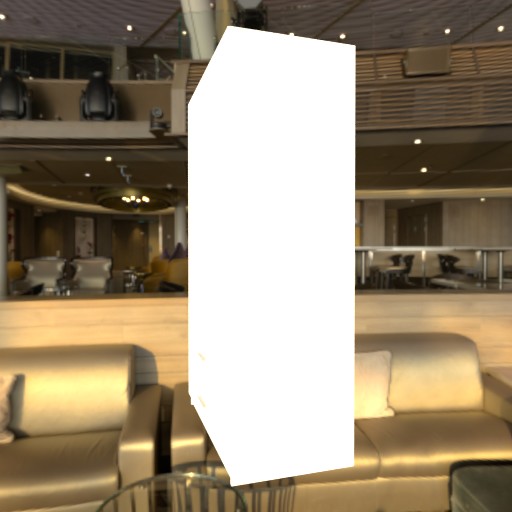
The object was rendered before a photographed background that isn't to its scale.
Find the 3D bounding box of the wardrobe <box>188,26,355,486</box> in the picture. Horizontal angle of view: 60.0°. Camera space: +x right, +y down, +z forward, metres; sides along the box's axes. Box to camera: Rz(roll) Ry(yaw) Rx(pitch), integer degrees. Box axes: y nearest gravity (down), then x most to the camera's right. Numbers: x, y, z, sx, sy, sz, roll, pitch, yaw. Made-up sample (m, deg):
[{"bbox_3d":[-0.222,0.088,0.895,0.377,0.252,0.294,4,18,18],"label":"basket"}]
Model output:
[{"bbox_3d":[0.000,0.000,2.291,0.577,1.808,0.991,0,1,-18],"label":"wardrobe"}]
